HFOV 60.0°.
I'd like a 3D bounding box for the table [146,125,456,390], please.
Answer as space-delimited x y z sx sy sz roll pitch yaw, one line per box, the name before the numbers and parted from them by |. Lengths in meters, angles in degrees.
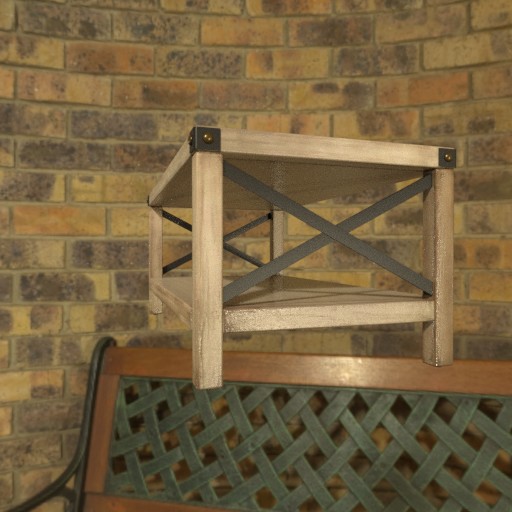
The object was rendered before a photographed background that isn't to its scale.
table | 0.000 0.000 1.308 0.559 0.456 1.016 0 1 -18
